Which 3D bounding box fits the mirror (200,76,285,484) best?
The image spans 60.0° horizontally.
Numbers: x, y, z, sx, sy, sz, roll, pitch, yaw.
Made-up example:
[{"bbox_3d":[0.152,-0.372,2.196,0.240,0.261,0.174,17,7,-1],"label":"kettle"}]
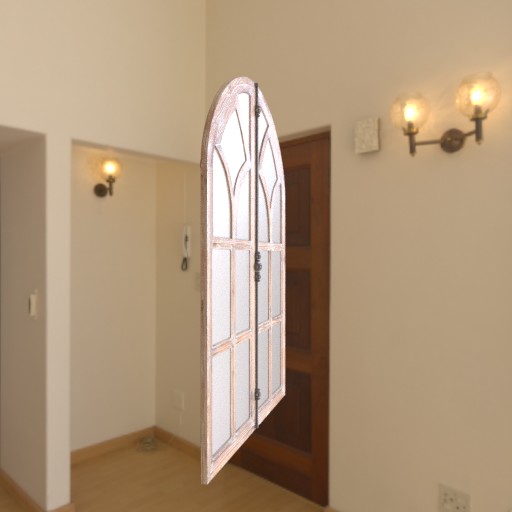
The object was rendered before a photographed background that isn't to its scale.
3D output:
[{"bbox_3d":[0.000,0.000,1.175,0.032,0.915,0.609,0,0,19],"label":"mirror"}]
